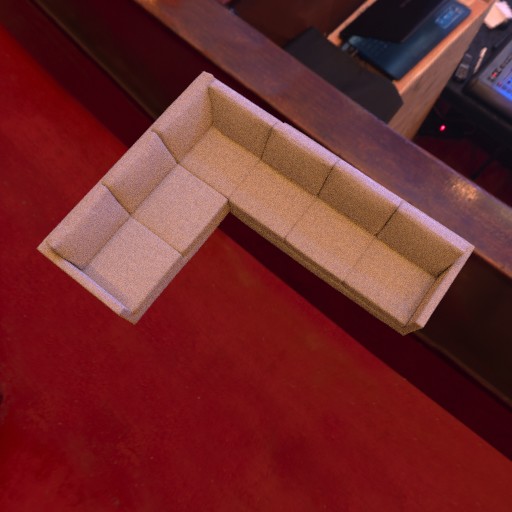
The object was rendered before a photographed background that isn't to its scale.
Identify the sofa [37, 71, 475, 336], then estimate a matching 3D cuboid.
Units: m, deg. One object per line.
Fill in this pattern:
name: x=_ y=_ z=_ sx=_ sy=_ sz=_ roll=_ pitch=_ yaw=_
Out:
sofa: x=0.000 y=0.000 z=4.249 sx=3.182 sy=0.863 sz=2.432 roll=36 pitch=77 yaw=10
